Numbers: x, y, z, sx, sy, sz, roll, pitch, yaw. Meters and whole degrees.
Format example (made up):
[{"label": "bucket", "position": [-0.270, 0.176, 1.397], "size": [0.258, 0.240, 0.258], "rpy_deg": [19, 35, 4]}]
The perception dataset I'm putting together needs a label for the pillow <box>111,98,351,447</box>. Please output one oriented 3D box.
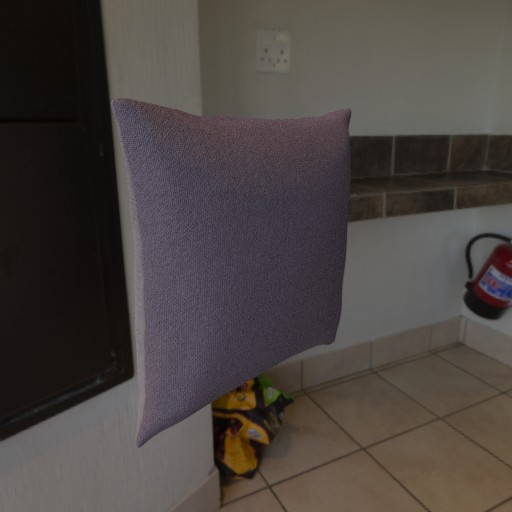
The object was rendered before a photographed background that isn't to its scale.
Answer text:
[{"label": "pillow", "position": [0.000, 0.000, 0.675], "size": [0.204, 0.439, 0.452], "rpy_deg": [15, 22, 42]}]
